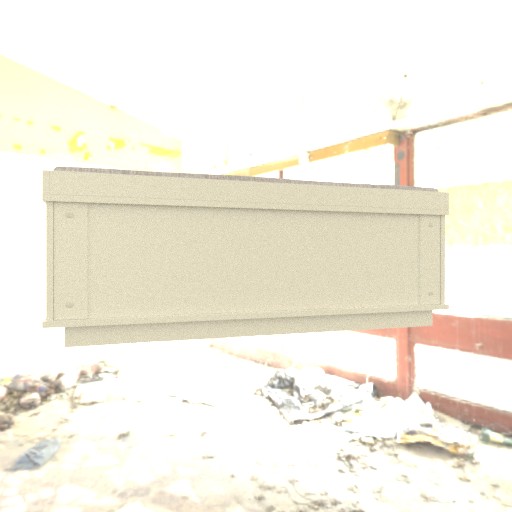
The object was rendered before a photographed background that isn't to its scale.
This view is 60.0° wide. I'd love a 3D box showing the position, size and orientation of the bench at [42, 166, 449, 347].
[{"bbox_3d":[0.000,0.000,1.419,1.196,0.453,0.363,0,0,-18],"label":"bench"}]
